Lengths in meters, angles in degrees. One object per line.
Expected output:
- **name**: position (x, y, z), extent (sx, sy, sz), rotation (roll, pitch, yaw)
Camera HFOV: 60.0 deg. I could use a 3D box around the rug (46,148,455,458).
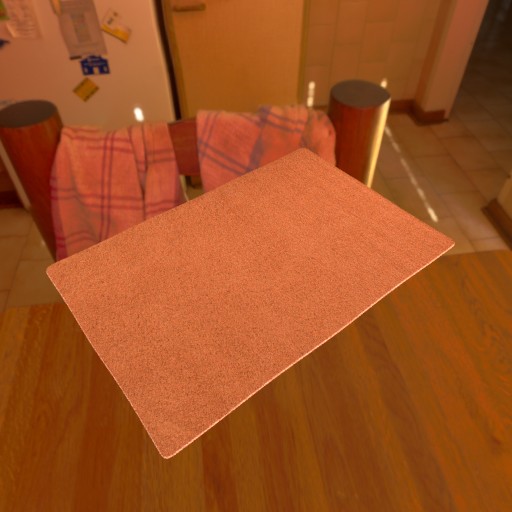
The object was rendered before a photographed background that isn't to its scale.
- **rug**: position (0.000, 0.000, 3.475), extent (2.700, 0.024, 1.801), rotation (-30, 53, -26)
